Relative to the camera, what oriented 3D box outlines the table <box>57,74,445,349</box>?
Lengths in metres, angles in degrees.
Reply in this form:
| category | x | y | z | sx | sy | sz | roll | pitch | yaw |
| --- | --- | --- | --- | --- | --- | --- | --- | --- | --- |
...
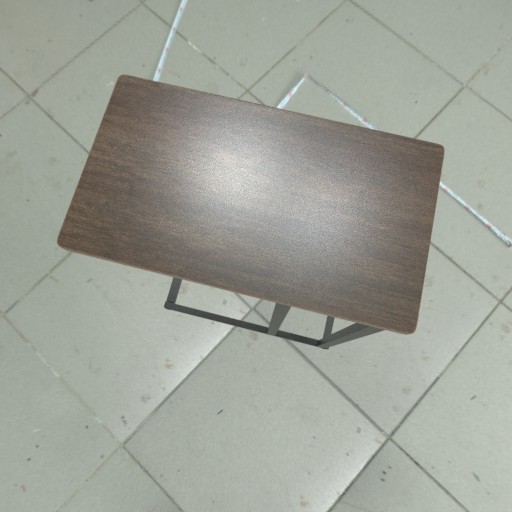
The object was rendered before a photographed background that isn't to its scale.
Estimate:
| category | x | y | z | sx | sy | sz | roll | pitch | yaw |
| --- | --- | --- | --- | --- | --- | --- | --- | --- | --- |
| table | 0.000 | 0.000 | 0.873 | 0.450 | 0.637 | 0.254 | 14 | 76 | 3 |
